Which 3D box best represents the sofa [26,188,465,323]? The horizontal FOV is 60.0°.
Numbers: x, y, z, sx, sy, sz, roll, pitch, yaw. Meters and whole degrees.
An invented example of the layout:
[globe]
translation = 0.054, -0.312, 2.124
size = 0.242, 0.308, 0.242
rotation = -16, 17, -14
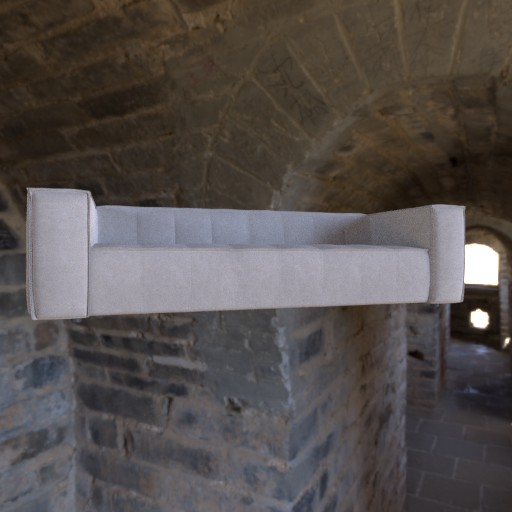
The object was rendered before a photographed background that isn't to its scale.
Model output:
[sofa]
translation = 0.000, 0.000, 3.013
size = 2.697, 0.680, 1.038
rotation = 0, 0, -18
